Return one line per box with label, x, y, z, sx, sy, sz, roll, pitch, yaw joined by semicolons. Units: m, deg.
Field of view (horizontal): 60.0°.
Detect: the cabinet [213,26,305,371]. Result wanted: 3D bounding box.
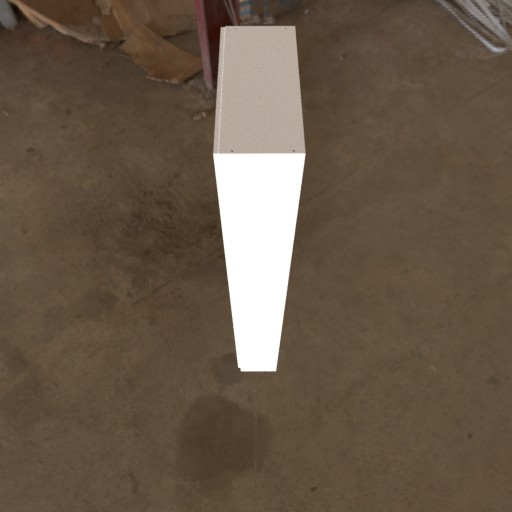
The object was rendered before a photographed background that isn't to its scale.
cabinet;0.000;0.000;1.936;0.230;1.790;0.500;0;59;0
